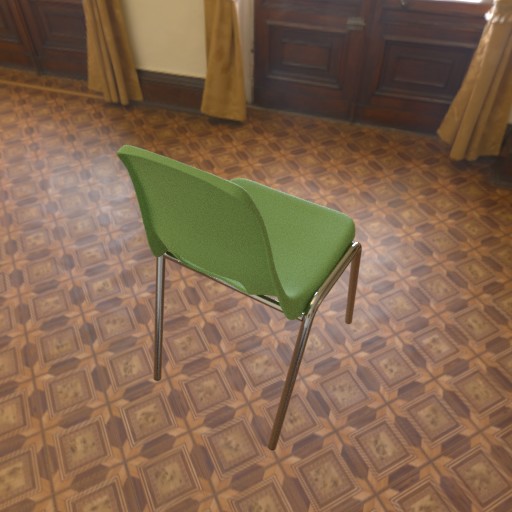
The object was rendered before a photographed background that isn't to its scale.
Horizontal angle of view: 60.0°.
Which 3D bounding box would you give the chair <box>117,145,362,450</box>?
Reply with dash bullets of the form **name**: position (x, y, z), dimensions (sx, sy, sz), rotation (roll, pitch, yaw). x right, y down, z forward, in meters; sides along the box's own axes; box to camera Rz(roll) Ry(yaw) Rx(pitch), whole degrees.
- **chair**: position (0.000, 0.000, 0.948), dimensions (0.381, 0.704, 0.436), rotation (23, 50, 21)
